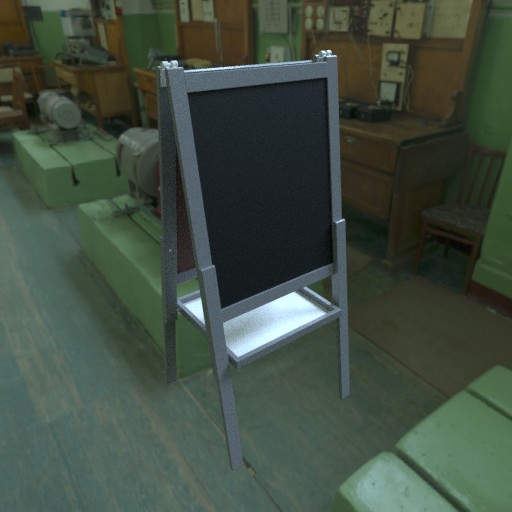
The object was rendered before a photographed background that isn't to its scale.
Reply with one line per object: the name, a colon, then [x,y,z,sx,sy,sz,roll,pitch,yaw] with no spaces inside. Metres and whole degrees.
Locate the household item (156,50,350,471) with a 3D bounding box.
household item: [0.000,0.000,1.416,0.531,1.172,0.469,-20,35,-31]
